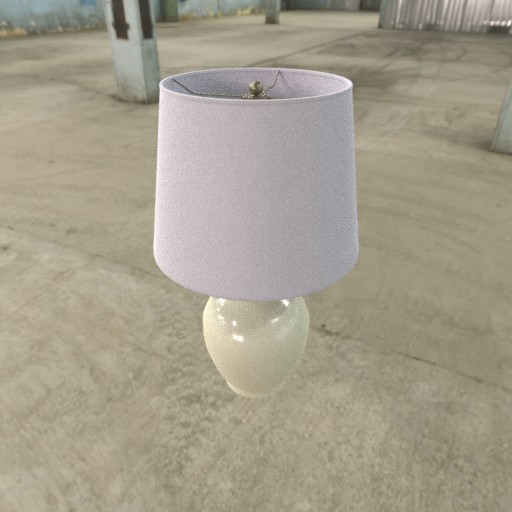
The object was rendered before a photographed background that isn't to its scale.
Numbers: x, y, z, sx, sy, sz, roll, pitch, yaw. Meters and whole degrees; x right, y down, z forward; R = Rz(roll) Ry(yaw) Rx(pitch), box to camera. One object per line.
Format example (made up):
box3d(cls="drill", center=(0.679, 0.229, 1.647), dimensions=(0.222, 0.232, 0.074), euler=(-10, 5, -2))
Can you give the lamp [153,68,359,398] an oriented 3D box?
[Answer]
box3d(cls="lamp", center=(0.000, 0.000, 0.537), dimensions=(0.239, 0.399, 0.239), euler=(0, 30, 0))
